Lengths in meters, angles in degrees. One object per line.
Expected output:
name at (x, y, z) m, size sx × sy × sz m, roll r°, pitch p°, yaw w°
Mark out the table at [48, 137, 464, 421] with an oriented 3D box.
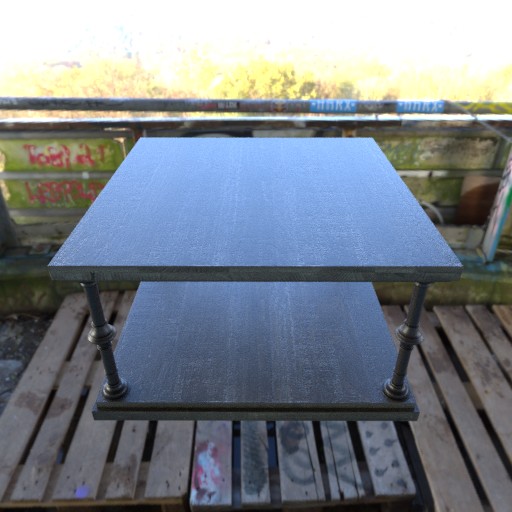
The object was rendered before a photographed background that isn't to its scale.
table at (0.000, 0.000, 1.142) m, size 0.696 × 0.400 × 0.696 m, roll 0°, pitch 32°, yaw 0°
